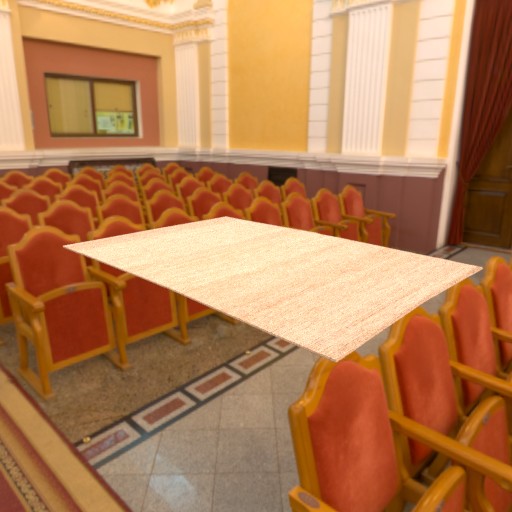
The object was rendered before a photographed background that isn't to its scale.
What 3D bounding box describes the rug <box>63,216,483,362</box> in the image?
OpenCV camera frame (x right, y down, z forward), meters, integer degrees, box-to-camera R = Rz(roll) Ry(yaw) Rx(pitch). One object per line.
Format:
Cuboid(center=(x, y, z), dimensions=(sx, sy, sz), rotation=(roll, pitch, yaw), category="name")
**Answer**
Cuboid(center=(0.000, 0.000, 2.929), dimensions=(2.346, 0.029, 1.574), rotation=(15, 22, 42), category="rug")
